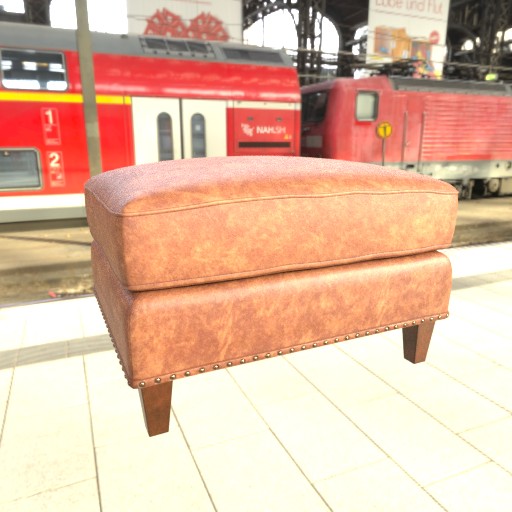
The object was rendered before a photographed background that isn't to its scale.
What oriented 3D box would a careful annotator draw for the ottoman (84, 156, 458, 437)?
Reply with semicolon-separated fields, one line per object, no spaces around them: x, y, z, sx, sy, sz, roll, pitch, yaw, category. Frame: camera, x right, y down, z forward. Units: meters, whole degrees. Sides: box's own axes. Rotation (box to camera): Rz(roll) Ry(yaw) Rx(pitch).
0.000;0.000;1.105;0.742;0.486;0.586;-7;16;-25;ottoman
